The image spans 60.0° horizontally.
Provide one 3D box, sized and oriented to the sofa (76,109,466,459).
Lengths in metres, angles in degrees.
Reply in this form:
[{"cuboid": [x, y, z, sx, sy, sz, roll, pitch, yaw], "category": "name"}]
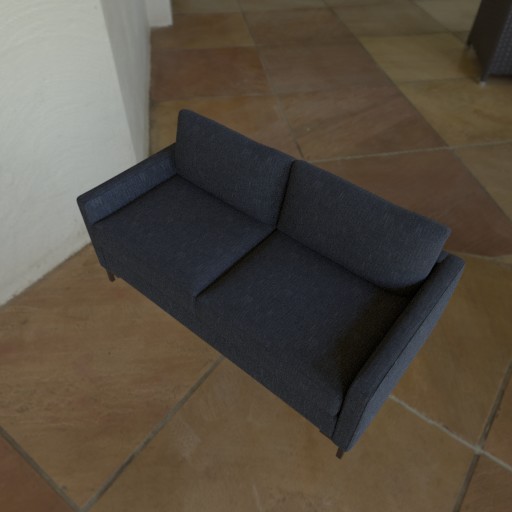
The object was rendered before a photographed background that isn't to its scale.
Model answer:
[{"cuboid": [0.000, 0.000, 2.213, 1.716, 0.862, 0.866, 31, 53, 26], "category": "sofa"}]
